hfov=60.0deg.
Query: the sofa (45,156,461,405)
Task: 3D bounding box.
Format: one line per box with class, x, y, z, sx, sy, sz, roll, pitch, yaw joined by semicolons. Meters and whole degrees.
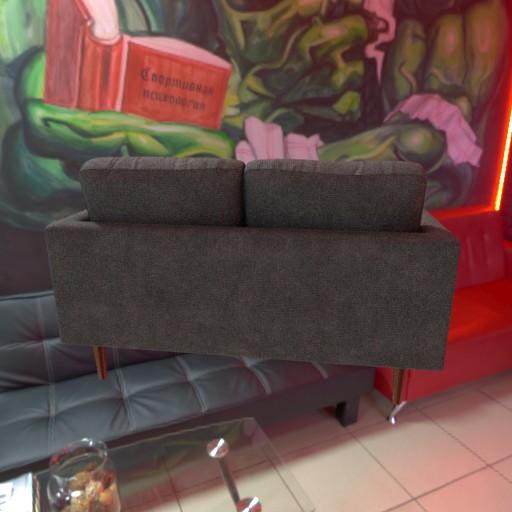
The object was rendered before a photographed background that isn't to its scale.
sofa;0.000;0.000;2.096;1.582;0.956;0.903;2;18;8
